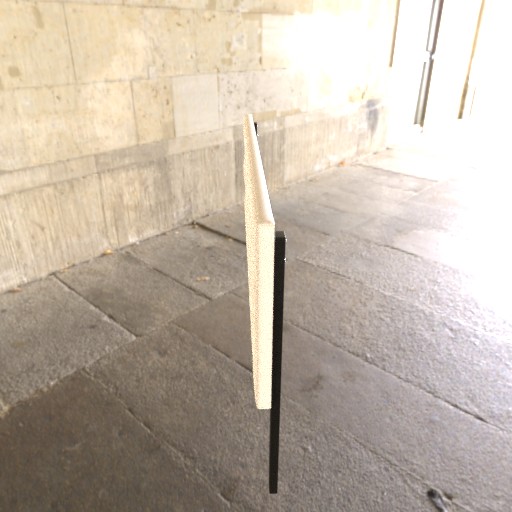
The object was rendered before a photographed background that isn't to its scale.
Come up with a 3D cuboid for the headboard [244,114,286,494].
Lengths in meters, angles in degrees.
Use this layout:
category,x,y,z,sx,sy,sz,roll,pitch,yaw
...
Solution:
category,x,y,z,sx,sy,sz,roll,pitch,yaw
headboard,0.000,0.000,2.848,0.120,1.410,2.362,-1,26,-2
